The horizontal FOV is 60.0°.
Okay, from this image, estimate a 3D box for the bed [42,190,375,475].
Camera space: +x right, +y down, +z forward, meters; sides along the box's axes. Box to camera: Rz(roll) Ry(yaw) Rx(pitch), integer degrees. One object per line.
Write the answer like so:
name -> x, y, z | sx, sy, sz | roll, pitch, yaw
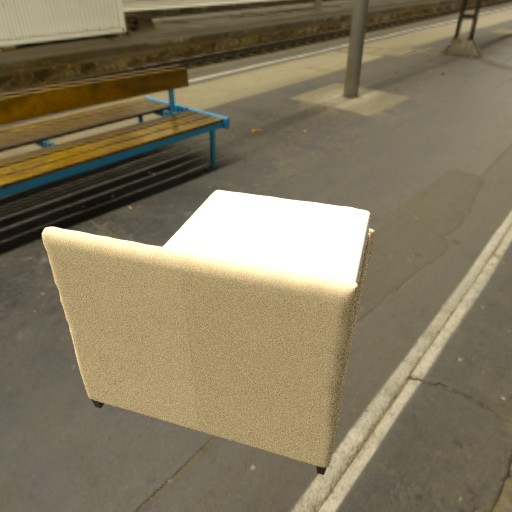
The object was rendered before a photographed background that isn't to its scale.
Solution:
bed -> 0.000, 0.000, 3.460 | 1.698, 1.427, 2.387 | 10, 34, 15
